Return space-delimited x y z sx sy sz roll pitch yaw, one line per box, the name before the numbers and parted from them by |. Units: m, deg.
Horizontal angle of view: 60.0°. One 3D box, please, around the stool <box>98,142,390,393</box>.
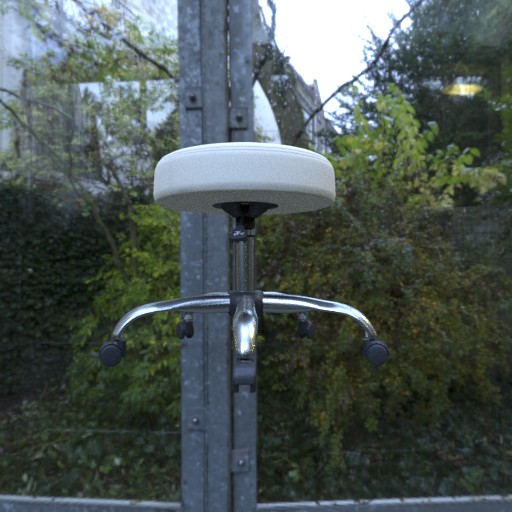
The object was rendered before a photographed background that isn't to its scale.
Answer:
stool | 0.000 0.000 1.067 0.614 0.482 0.634 0 -1 17
